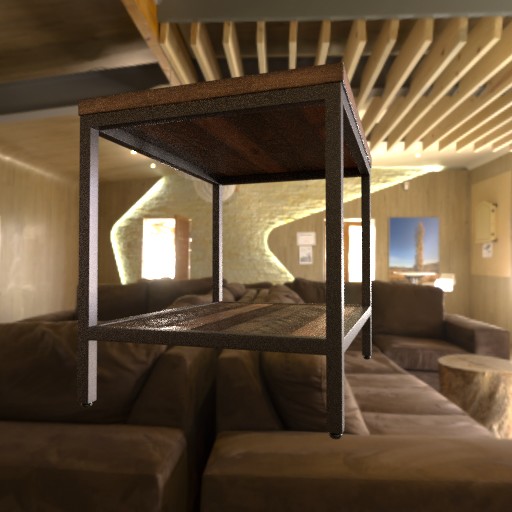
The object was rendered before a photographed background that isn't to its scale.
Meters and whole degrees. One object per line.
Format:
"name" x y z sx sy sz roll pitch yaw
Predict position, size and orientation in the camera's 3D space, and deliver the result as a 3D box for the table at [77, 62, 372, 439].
"table" 0.000 0.000 1.116 0.524 0.612 0.678 0 -1 18
